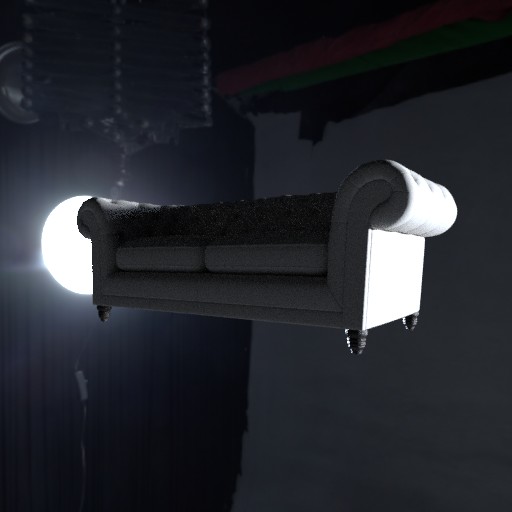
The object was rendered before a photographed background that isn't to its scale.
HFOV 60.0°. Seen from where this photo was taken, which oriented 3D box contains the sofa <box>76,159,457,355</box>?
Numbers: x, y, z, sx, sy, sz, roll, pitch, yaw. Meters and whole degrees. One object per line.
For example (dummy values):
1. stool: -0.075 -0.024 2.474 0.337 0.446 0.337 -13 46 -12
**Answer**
1. sofa: 0.000 0.000 2.498 1.998 0.764 0.986 0 -1 35
